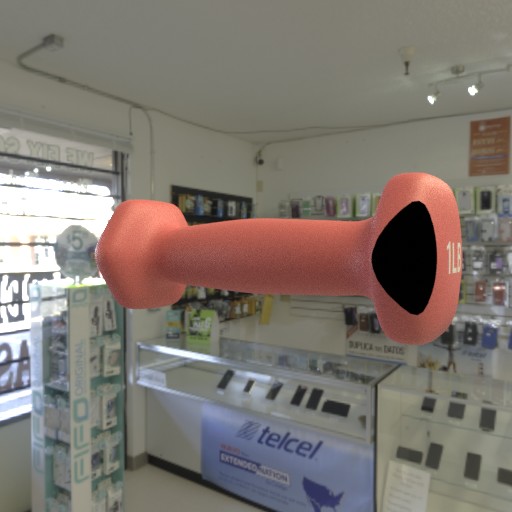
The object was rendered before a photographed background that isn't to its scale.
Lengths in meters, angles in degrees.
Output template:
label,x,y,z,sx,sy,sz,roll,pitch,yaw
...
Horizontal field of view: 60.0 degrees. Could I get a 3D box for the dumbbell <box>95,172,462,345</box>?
label,x,y,z,sx,sy,sz,roll,pitch,yaw
dumbbell,0.000,0.000,0.147,0.123,0.043,0.047,1,1,36
